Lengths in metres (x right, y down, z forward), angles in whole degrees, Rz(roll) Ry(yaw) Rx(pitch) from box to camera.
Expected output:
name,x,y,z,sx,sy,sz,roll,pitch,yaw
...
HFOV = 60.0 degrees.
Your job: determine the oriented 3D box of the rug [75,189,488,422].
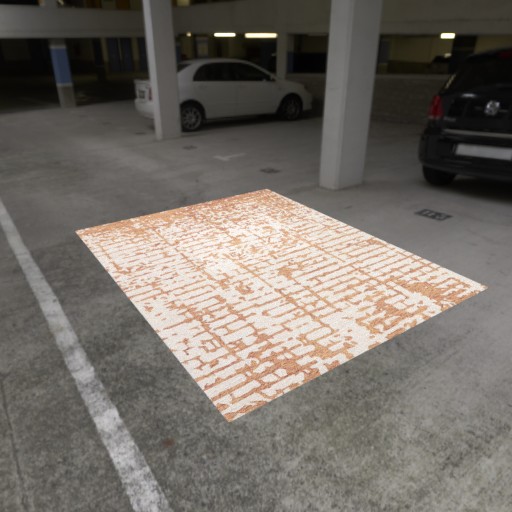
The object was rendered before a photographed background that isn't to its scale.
name,x,y,z,sx,sy,sz,roll,pitch,yaw
rug,0.000,0.000,4.069,2.441,0.011,3.050,-17,31,-30
